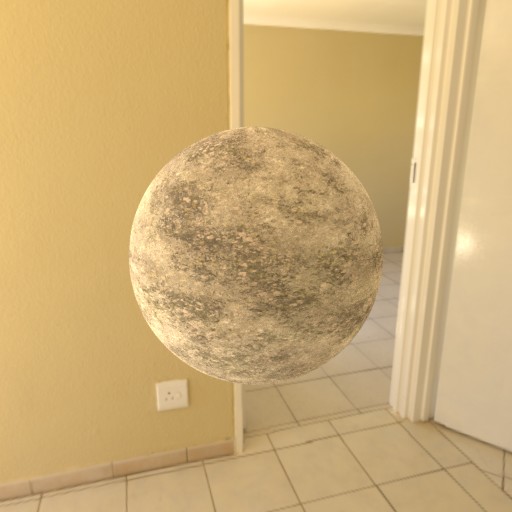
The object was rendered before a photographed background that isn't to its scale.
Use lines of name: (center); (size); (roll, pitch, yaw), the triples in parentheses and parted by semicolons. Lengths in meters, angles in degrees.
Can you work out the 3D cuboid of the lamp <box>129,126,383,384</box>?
lamp: (0.000, 0.000, 0.765); (0.422, 0.429, 0.422); (0, 16, 0)
